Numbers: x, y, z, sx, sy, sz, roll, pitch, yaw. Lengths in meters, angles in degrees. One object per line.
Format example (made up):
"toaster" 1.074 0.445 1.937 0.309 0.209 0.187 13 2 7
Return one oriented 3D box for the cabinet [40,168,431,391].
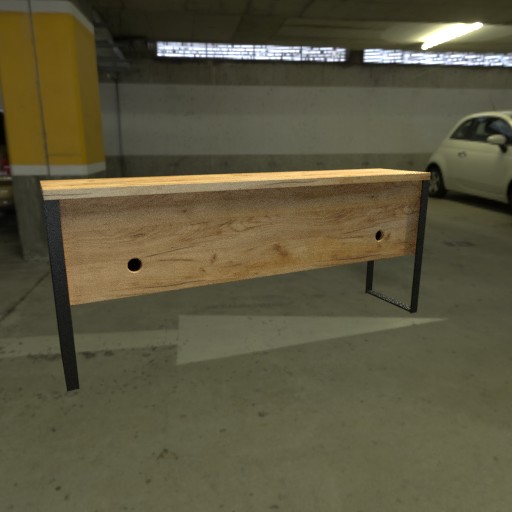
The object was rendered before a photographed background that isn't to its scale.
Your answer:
"cabinet" 0.000 0.000 2.146 1.800 0.762 0.395 -7 16 -26
